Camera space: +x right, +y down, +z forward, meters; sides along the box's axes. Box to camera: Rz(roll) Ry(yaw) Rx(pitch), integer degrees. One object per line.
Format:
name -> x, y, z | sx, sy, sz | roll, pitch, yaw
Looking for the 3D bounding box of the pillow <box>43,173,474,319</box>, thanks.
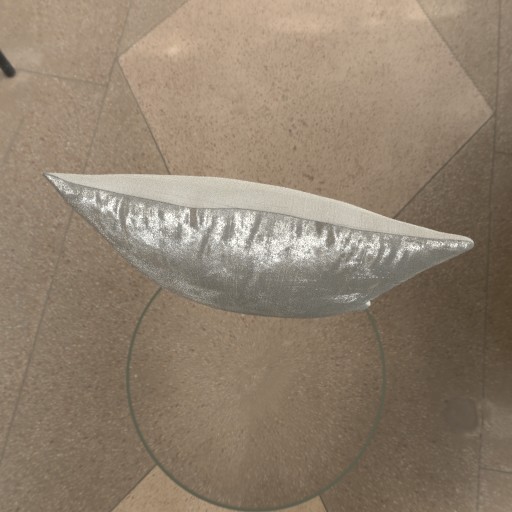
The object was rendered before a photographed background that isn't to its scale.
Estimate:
pillow -> 0.000, 0.000, 0.693 | 0.470, 0.464, 0.175 | 10, 76, 3
